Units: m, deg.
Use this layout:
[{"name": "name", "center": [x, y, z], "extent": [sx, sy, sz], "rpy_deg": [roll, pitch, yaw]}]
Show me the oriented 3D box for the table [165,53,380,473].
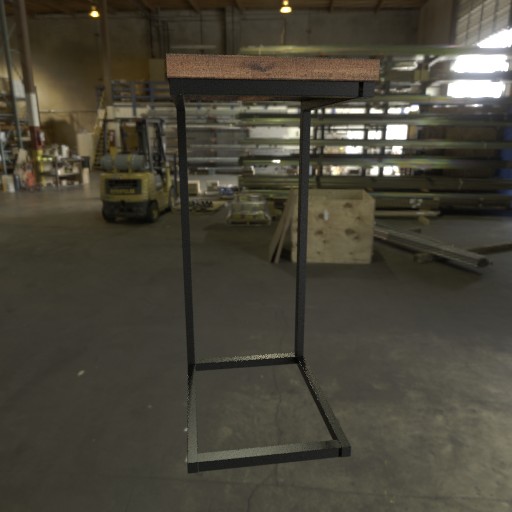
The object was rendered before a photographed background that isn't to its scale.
[{"name": "table", "center": [0.000, 0.000, 0.943], "extent": [0.323, 0.718, 0.414], "rpy_deg": [-2, 15, -8]}]
